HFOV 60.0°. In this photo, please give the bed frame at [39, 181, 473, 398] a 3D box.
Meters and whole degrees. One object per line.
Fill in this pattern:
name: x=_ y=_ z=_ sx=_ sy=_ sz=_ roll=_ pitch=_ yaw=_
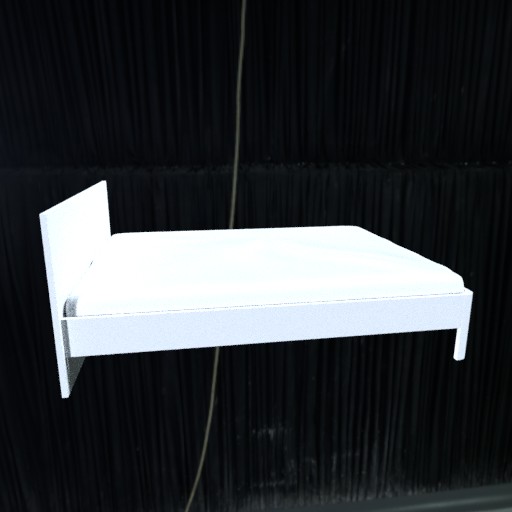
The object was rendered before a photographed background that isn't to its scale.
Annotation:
bed frame: x=0.000 y=0.000 z=2.682 sx=1.950 sy=0.800 sz=1.490 roll=-2 pitch=15 yaw=-9
